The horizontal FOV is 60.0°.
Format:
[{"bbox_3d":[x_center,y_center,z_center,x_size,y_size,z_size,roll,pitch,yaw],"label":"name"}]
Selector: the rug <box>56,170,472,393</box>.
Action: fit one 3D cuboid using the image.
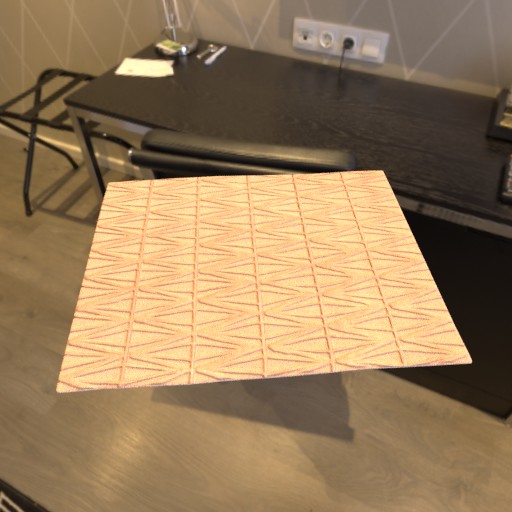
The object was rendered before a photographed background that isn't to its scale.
[{"bbox_3d":[0.000,0.000,4.059,3.052,0.043,2.453,-3,47,-3],"label":"rug"}]
